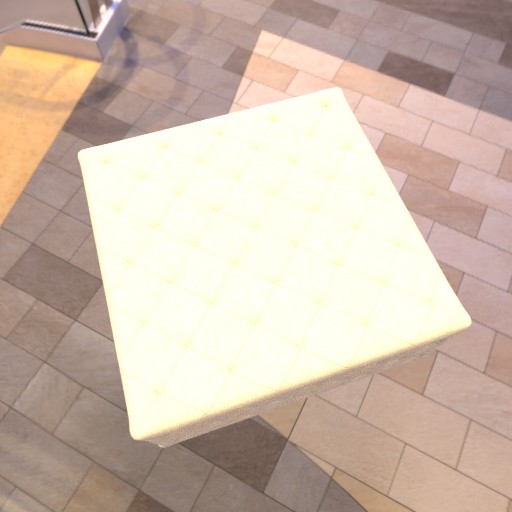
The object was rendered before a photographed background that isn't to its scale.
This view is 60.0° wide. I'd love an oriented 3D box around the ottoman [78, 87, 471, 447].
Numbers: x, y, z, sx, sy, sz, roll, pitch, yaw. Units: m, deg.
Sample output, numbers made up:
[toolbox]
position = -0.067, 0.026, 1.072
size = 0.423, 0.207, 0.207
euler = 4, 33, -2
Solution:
[ottoman]
position = 0.000, 0.000, 1.629
size = 1.028, 0.439, 1.028
euler = -16, 65, -8
